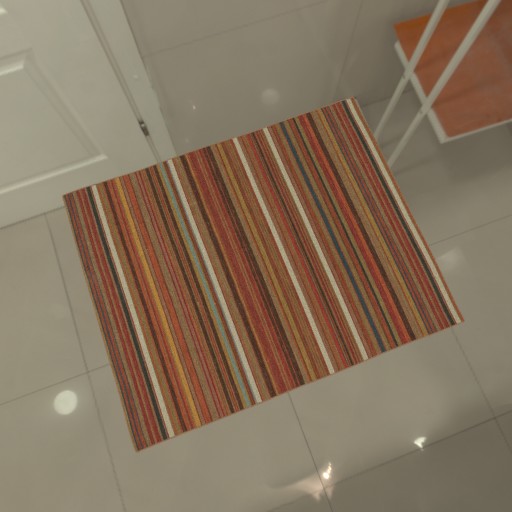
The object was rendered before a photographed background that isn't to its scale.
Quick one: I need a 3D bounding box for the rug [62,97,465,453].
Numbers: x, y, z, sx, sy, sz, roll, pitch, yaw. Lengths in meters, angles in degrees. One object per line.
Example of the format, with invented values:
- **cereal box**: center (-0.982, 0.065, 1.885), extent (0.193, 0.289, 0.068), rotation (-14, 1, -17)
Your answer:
- **rug**: center (0.000, 0.000, 4.124), extent (3.092, 0.023, 2.479), rotation (-20, 76, -5)
